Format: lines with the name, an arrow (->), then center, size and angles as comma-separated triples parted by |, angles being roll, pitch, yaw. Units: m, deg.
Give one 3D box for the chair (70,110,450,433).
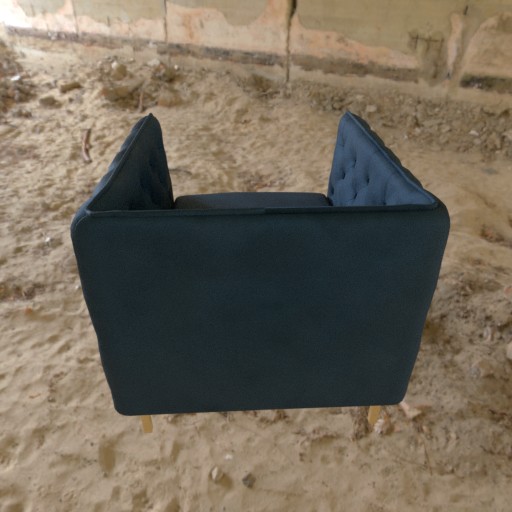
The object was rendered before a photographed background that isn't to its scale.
chair -> 0.000, 0.000, 1.491 | 0.868, 0.771, 0.877 | -2, 33, -2
